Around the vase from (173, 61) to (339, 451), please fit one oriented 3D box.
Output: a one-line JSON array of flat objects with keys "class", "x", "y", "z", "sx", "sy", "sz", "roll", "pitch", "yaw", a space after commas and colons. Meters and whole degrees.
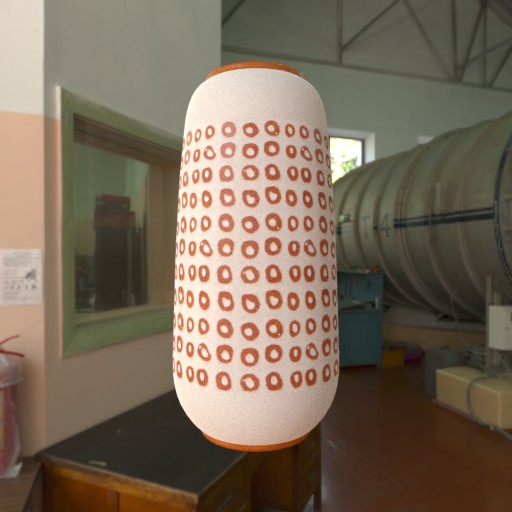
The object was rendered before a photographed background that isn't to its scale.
[{"class": "vase", "x": 0.000, "y": 0.000, "z": 0.361, "sx": 0.133, "sy": 0.282, "sz": 0.133, "roll": 0, "pitch": 1, "yaw": 0}]
